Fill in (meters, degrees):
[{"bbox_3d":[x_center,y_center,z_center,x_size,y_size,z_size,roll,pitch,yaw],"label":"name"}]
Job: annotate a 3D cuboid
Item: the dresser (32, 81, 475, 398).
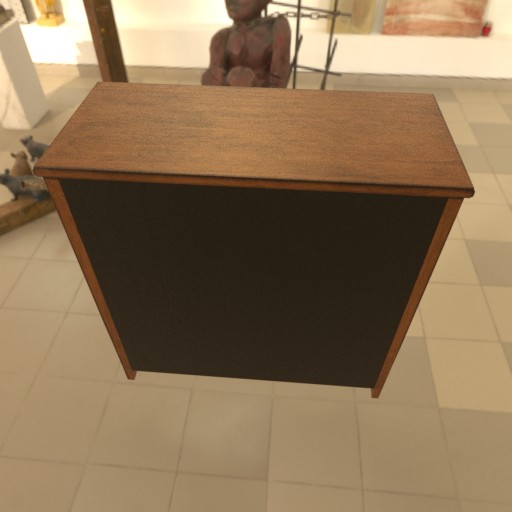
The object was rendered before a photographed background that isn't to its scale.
[{"bbox_3d":[0.000,0.000,1.882,1.250,1.224,0.591,3,46,3],"label":"dresser"}]
